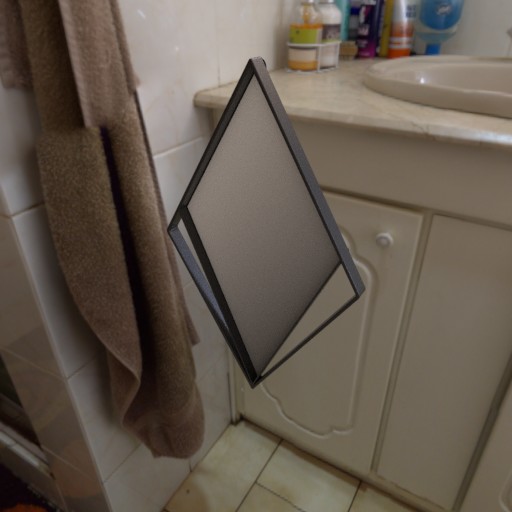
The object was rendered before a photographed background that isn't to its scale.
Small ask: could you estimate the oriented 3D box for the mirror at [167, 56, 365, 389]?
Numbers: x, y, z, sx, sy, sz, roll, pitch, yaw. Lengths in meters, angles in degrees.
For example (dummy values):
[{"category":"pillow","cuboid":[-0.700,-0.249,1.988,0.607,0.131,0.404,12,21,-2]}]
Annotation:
[{"category":"mirror","cuboid":[0.000,0.000,0.824,0.419,0.679,0.032,19,36,28]}]
